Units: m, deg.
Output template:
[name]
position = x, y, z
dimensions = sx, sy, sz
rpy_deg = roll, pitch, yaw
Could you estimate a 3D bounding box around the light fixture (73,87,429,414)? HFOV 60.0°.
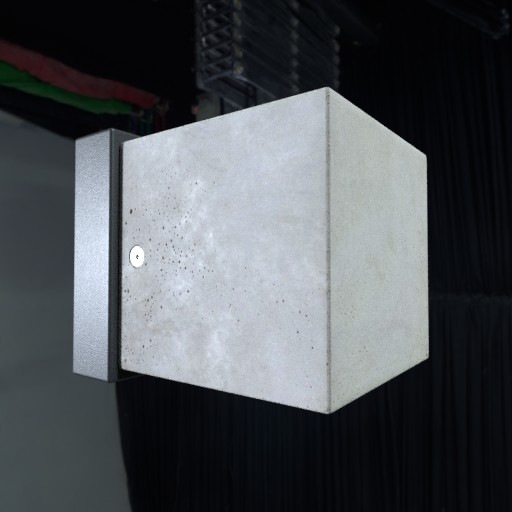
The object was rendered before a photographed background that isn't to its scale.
[light fixture]
position = 0.000, 0.000, 0.232
dimensions = 0.143, 0.121, 0.121
rpy_deg = -1, -2, 37
